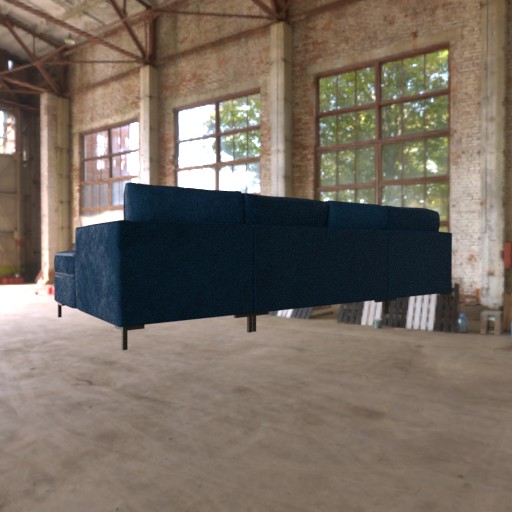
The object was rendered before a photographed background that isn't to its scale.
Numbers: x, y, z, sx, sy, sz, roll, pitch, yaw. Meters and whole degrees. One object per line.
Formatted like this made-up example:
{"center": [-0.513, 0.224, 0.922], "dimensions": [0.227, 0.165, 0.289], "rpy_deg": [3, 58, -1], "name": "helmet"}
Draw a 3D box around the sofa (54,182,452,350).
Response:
{"center": [0.000, 0.000, 4.266], "dimensions": [3.434, 0.992, 2.055], "rpy_deg": [-1, 1, -36], "name": "sofa"}
